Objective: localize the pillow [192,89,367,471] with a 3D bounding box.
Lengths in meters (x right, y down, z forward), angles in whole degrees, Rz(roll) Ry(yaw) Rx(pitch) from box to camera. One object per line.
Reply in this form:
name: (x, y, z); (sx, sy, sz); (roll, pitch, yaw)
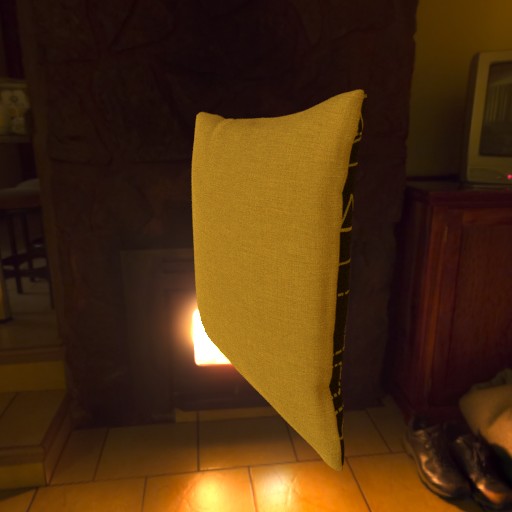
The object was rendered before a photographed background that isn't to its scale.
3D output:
pillow: (0.000, 0.000, 0.779); (0.158, 0.508, 0.517); (-8, 17, -26)
